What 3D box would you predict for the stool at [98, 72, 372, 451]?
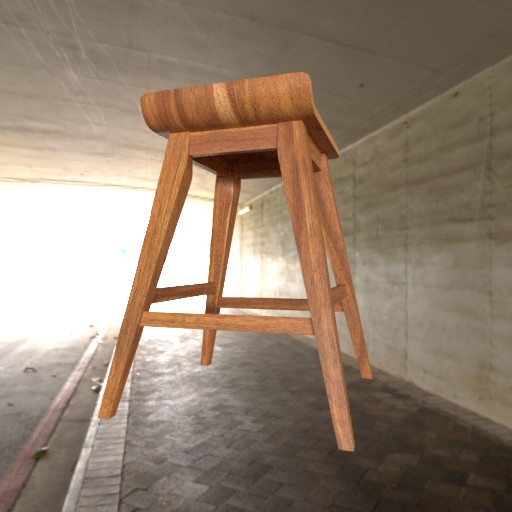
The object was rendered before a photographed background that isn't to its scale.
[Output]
[{"bbox_3d":[0.000,0.000,1.046,0.500,0.650,0.500,0,-1,18],"label":"stool"}]
